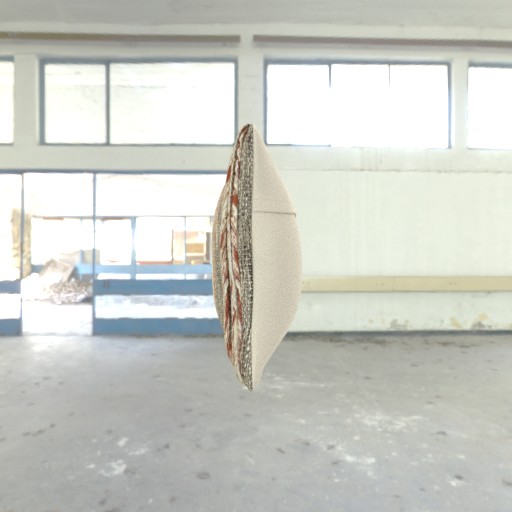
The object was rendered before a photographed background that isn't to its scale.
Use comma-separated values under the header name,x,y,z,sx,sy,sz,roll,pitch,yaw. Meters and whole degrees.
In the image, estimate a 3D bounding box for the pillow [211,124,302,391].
name,x,y,z,sx,sy,sz,roll,pitch,yaw
pillow,0.000,0.000,0.763,0.139,0.282,0.635,0,0,0
